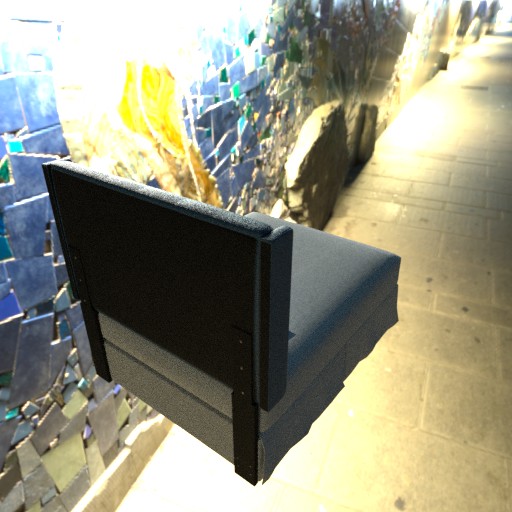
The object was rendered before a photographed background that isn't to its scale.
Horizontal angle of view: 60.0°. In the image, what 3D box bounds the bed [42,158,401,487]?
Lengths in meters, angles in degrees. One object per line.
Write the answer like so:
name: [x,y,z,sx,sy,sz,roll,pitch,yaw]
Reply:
bed: [0.000,0.000,3.330,1.719,1.665,2.078,20,35,32]
